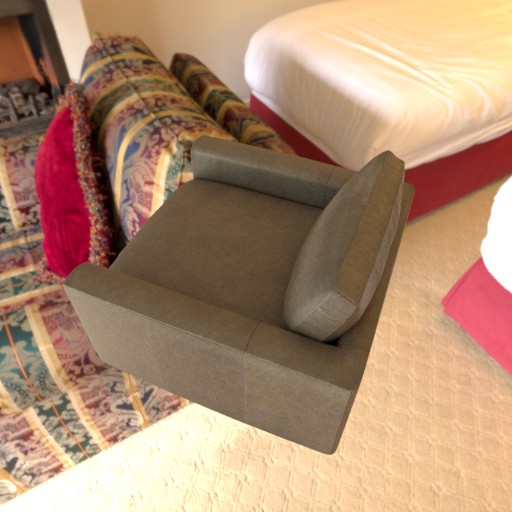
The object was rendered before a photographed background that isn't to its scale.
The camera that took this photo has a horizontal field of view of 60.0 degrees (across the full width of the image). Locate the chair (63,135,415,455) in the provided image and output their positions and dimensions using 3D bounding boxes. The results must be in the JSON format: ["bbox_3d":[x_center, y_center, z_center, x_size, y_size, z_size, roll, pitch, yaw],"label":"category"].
[{"bbox_3d":[0.000,0.000,1.861,1.080,0.807,1.106,17,49,15],"label":"chair"}]
